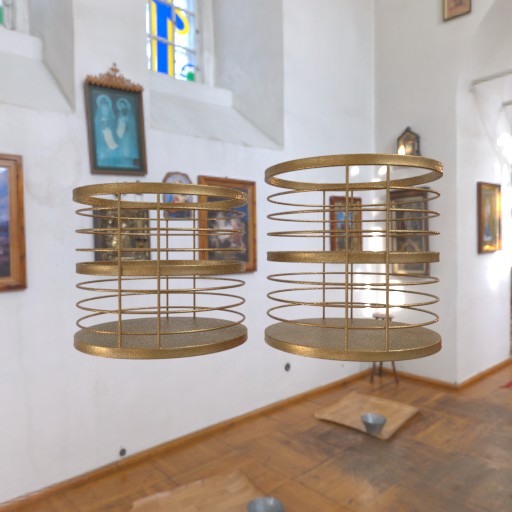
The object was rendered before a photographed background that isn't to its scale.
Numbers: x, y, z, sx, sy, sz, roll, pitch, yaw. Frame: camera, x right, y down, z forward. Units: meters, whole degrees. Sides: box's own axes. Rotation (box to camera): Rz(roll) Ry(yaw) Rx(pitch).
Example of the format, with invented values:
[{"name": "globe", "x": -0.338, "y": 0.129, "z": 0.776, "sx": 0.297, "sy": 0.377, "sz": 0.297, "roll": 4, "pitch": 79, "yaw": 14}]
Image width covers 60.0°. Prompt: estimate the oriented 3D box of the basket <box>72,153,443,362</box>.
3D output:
[{"name": "basket", "x": 0.000, "y": 0.000, "z": 0.929, "sx": 0.746, "sy": 0.351, "sz": 0.356, "roll": 0, "pitch": 1, "yaw": 2}]
